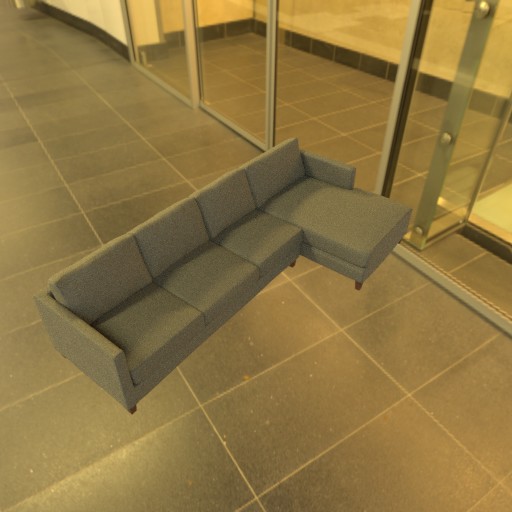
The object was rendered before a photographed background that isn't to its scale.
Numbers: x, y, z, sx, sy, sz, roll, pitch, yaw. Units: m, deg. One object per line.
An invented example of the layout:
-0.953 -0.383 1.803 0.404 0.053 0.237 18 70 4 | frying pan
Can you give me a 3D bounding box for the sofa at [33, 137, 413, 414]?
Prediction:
0.000 0.000 3.912 1.625 0.861 3.186 26 46 28 | sofa
